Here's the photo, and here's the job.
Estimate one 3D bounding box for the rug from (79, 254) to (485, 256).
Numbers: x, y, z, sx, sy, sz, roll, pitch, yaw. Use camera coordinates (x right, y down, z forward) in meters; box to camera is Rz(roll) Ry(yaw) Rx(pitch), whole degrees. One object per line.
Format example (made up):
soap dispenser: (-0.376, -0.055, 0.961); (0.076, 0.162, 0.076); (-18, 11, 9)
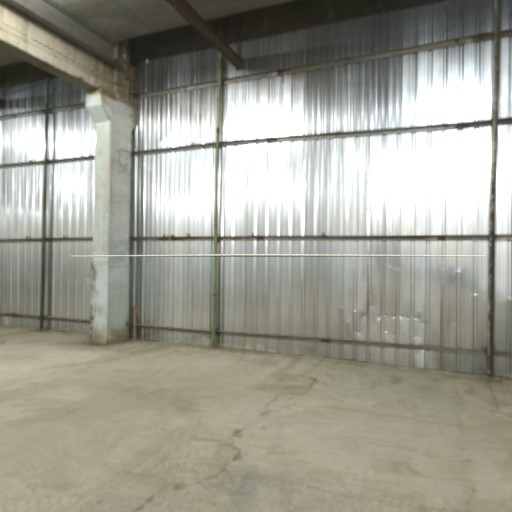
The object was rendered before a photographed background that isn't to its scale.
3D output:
rug: (0.000, 0.000, 4.093); (2.421, 0.008, 3.045); (0, 0, -38)
